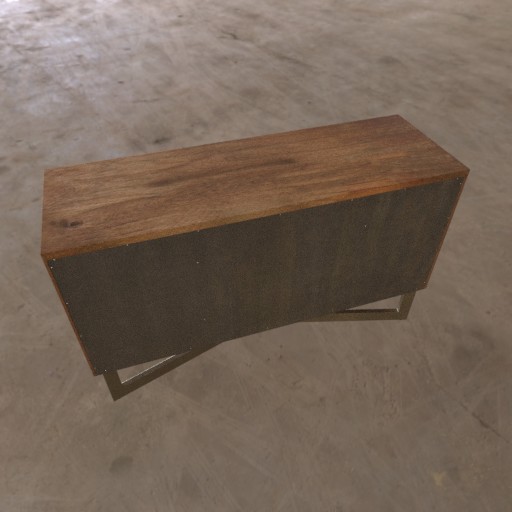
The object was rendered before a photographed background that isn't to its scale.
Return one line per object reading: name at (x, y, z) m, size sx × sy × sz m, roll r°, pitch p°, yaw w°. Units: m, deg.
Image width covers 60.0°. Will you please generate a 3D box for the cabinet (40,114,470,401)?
cabinet at (0.000, 0.000, 1.785) m, size 1.373 × 0.812 × 0.480 m, roll -13°, pitch 44°, yaw -13°
